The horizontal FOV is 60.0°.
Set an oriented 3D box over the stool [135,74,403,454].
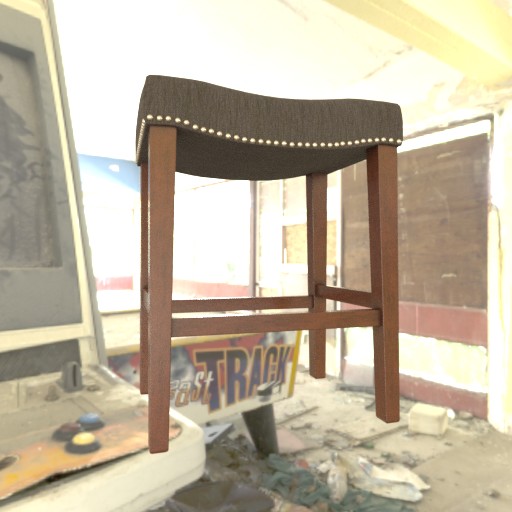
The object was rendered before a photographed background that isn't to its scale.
[{"bbox_3d":[0.000,0.000,0.972,0.504,0.654,0.372,0,0,-17],"label":"stool"}]
